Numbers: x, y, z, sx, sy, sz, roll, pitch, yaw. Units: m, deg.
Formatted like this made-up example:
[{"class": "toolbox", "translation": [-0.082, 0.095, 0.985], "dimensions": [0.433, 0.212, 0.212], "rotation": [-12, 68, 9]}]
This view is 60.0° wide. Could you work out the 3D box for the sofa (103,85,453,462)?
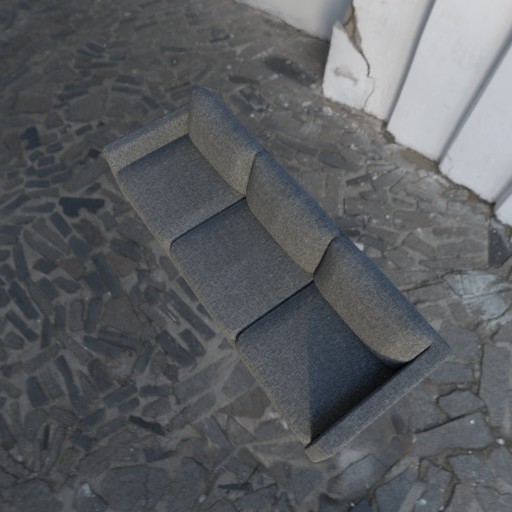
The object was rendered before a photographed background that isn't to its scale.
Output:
[{"class": "sofa", "translation": [0.000, 0.000, 2.692], "dimensions": [0.859, 0.874, 2.218], "rotation": [-33, 68, -15]}]
